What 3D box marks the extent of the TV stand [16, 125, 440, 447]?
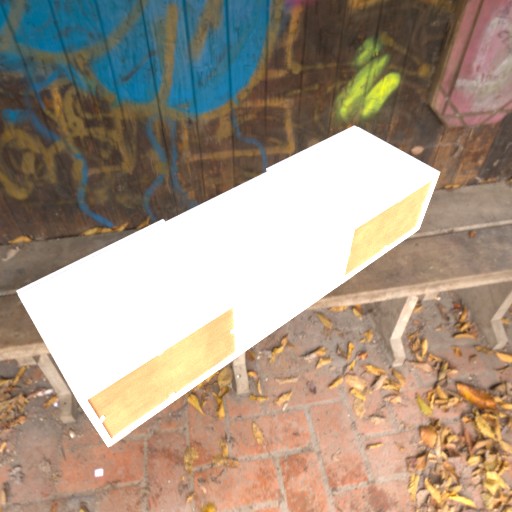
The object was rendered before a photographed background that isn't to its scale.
[{"bbox_3d":[0.000,0.000,1.549,1.400,0.310,0.420,-31,54,-26],"label":"TV stand"}]
